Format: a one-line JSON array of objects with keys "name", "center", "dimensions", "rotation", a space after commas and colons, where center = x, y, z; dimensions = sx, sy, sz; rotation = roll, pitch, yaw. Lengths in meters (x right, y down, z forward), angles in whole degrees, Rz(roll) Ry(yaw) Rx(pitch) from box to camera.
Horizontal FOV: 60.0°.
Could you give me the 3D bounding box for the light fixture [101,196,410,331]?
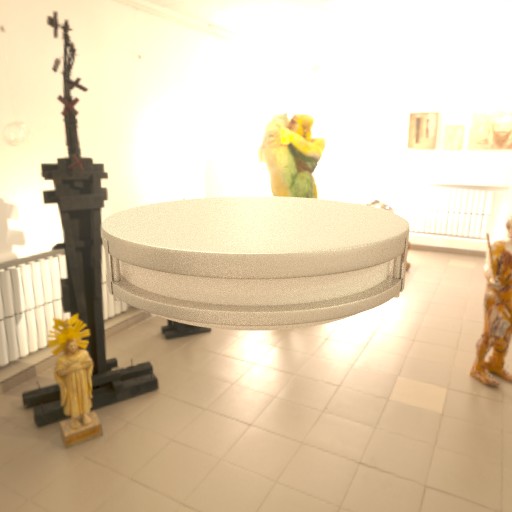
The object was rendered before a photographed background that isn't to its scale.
[{"name": "light fixture", "center": [0.000, 0.000, 0.550], "dimensions": [0.356, 0.102, 0.356], "rotation": [0, 15, 0]}]
